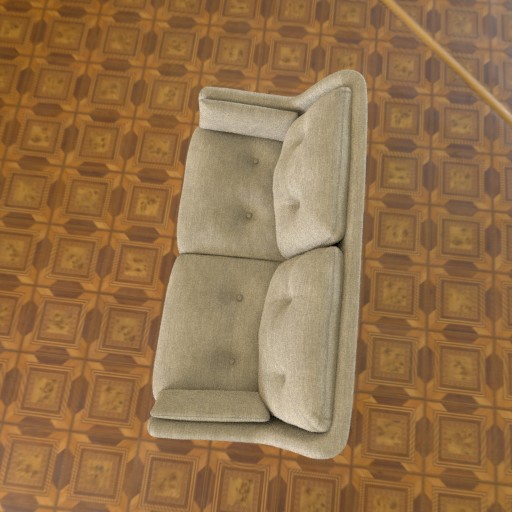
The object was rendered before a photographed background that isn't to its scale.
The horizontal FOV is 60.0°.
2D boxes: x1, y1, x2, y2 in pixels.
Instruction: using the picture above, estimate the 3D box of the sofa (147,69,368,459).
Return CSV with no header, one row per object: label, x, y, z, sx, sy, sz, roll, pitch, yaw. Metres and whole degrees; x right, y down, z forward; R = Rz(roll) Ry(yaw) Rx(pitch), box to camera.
sofa,0.000,0.000,2.436,0.976,0.897,1.930,6,76,1
